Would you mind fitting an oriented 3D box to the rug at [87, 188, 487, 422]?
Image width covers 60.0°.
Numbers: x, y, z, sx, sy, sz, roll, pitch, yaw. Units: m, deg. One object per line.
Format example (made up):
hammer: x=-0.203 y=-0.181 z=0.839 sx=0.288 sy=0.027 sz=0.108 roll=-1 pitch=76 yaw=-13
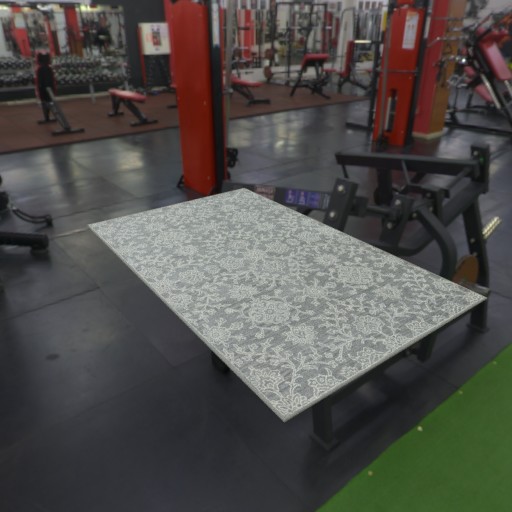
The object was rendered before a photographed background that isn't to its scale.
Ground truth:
rug: x=0.000 y=0.000 z=3.020 sx=1.515 sy=0.010 sz=2.430 roll=-19 pitch=33 yaw=-32
